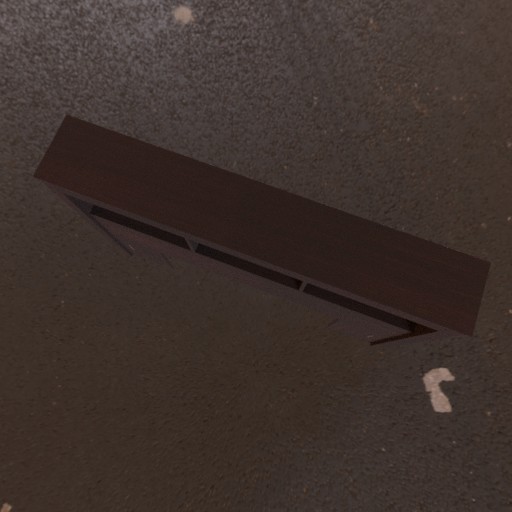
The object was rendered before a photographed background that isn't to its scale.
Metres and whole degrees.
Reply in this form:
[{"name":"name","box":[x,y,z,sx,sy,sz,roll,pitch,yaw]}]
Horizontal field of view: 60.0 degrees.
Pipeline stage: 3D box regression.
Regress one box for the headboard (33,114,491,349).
[{"name":"headboard","box":[0.000,0.000,2.136,1.671,1.092,0.279,20,76,5]}]
